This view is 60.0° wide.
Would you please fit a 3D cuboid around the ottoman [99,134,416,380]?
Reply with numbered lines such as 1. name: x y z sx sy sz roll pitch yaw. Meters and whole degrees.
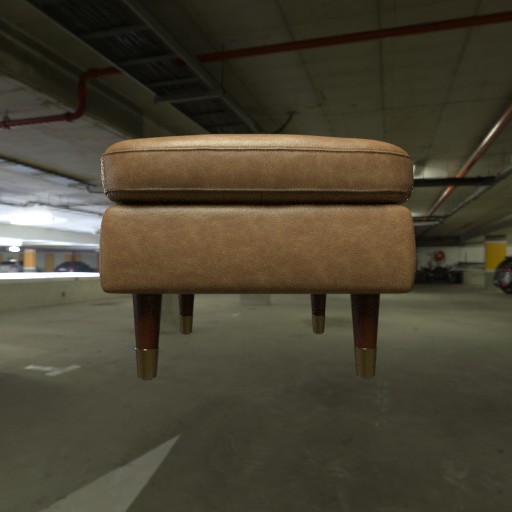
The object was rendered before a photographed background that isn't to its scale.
1. ottoman: 0.000 0.000 1.131 0.593 0.478 0.747 0 -1 -1
